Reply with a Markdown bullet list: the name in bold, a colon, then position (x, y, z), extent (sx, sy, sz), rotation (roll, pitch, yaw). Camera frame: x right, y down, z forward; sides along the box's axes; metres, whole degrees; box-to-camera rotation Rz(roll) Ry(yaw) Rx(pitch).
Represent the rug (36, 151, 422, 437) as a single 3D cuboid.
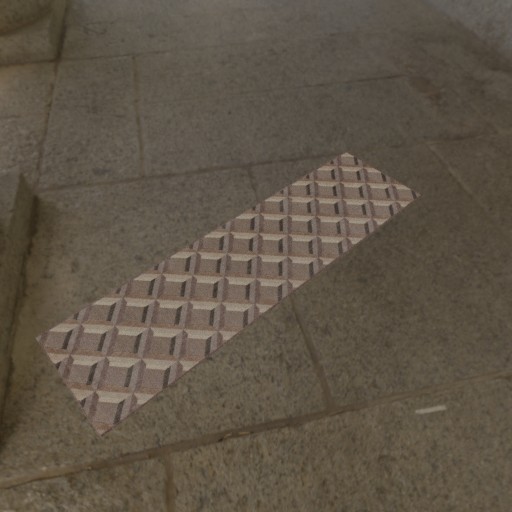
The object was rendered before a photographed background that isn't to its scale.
- **rug**: position (0.000, 0.000, 2.649), extent (2.437, 0.013, 0.685), rotation (-34, 56, -26)
